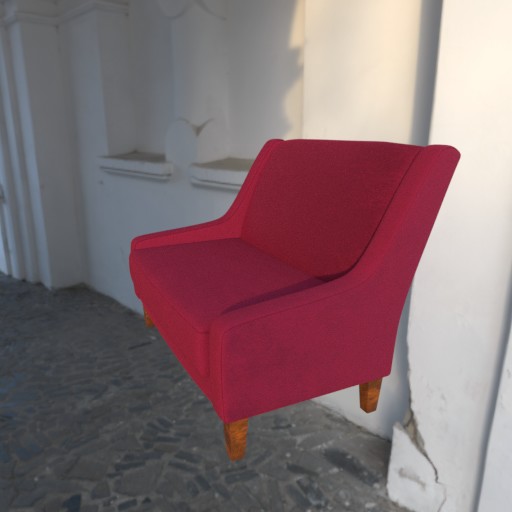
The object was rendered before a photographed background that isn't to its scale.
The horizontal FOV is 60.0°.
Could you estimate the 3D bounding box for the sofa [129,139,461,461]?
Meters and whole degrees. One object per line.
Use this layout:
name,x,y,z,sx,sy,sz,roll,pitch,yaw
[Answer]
sofa,0.000,0.000,1.943,0.946,0.976,1.242,-8,18,-26
